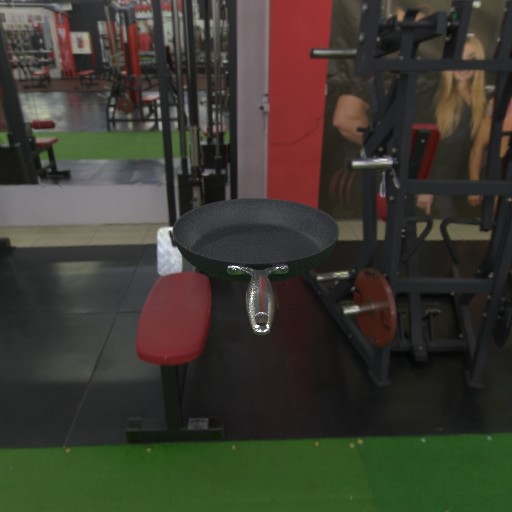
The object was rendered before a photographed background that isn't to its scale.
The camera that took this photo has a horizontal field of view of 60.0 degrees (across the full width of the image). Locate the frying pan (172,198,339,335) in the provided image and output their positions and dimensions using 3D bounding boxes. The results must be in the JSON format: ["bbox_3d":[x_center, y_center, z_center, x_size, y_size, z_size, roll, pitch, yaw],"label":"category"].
[{"bbox_3d":[0.000,0.000,0.589,0.255,0.105,0.472,0,27,0],"label":"frying pan"}]
